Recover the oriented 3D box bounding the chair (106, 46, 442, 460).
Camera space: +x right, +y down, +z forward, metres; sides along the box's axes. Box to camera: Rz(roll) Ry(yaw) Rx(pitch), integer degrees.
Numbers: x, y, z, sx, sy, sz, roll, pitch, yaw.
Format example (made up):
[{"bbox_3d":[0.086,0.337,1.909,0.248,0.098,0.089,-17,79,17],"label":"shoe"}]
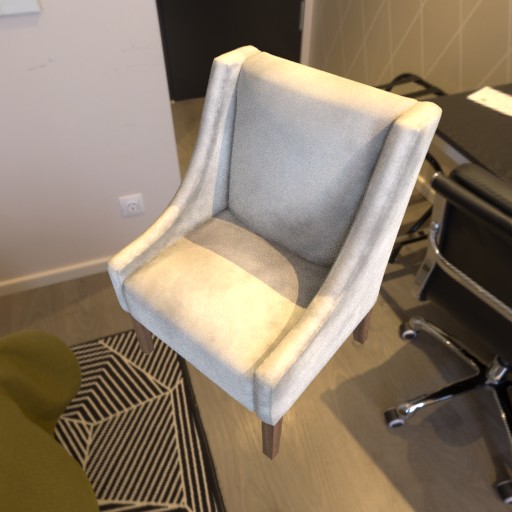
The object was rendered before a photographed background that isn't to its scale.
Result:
[{"bbox_3d":[0.000,0.000,1.291,0.629,0.895,0.629,31,53,27],"label":"chair"}]
